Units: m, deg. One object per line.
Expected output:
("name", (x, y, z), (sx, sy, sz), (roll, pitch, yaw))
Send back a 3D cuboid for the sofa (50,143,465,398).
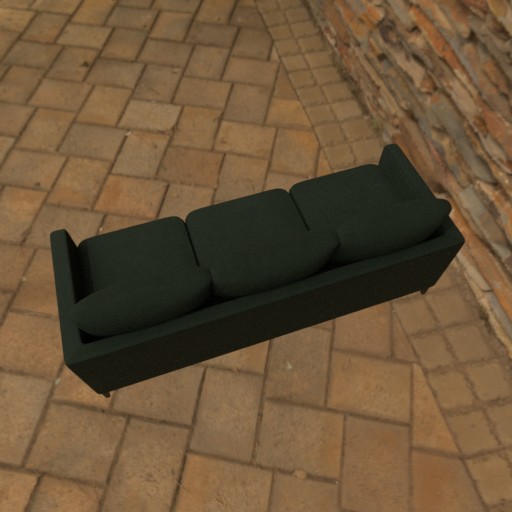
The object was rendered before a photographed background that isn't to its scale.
("sofa", (0.000, 0.000, 2.692), (2.218, 0.870, 0.859), (-16, 59, -10))
